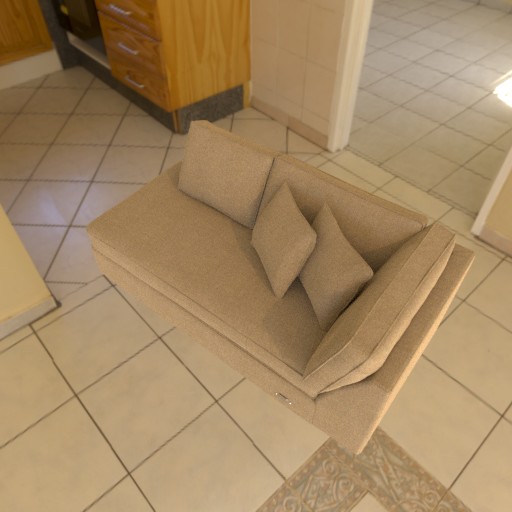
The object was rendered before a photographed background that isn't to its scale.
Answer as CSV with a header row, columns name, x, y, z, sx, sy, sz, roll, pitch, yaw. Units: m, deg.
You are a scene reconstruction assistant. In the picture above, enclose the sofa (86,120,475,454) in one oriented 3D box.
name,x,y,z,sx,sy,sz,roll,pitch,yaw
sofa,0.000,0.000,2.833,2.238,1.019,1.110,30,54,25
